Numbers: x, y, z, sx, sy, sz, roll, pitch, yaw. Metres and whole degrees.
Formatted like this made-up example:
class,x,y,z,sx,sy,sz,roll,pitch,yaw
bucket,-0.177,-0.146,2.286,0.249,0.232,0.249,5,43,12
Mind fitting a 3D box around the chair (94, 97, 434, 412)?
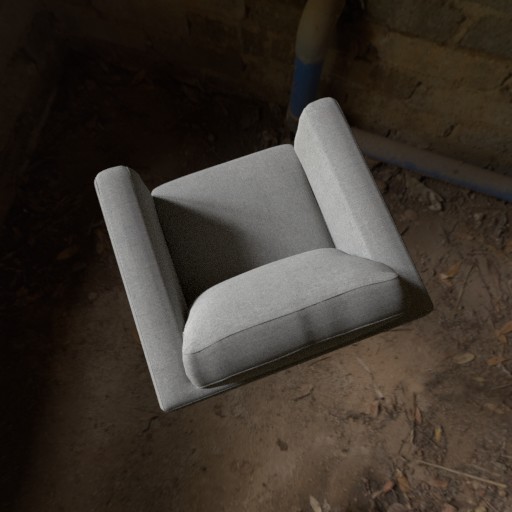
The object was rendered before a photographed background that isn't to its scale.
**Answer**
class,x,y,z,sx,sy,sz,roll,pitch,yaw
chair,0.000,0.000,1.581,0.855,0.927,0.800,-20,77,-5
